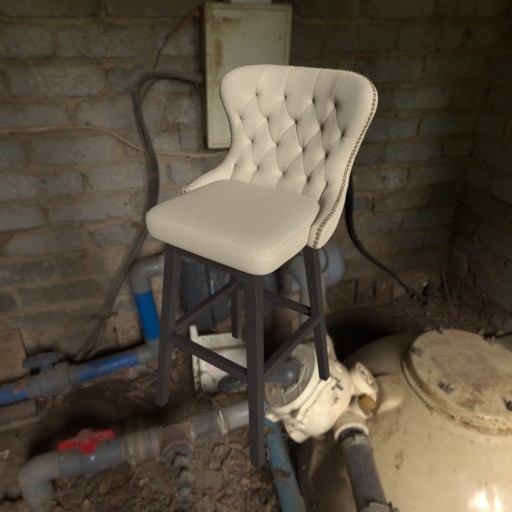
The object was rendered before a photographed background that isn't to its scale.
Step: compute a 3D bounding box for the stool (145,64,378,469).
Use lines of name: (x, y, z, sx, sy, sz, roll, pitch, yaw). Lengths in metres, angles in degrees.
stool: (0.000, 0.000, 1.411, 0.528, 1.066, 0.605, 19, 35, 30)
